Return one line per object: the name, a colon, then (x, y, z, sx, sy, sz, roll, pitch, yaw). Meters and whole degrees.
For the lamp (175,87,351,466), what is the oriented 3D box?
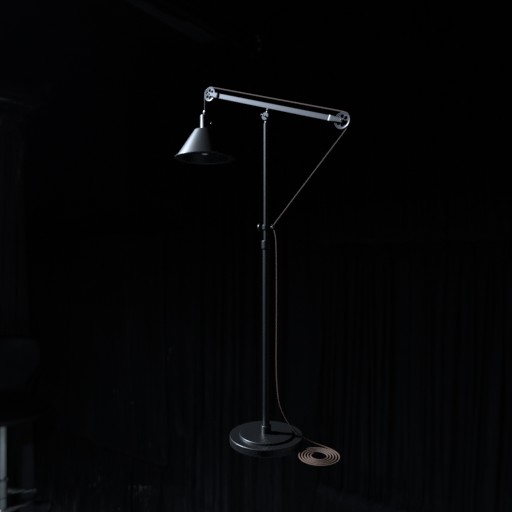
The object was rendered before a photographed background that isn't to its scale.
lamp: (0.000, 0.000, 1.978, 0.904, 1.626, 0.319, 0, 0, 36)
